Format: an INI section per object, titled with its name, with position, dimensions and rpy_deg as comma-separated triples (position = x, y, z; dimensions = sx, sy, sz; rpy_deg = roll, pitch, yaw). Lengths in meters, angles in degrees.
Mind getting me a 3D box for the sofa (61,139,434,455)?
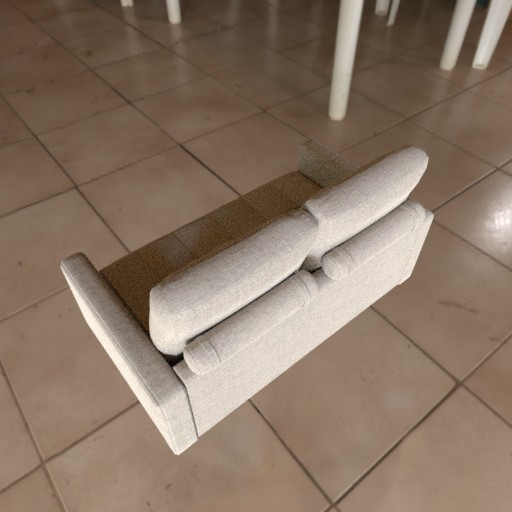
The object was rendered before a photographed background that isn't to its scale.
[sofa]
position = 0.000, 0.000, 1.938
dimensions = 1.407, 0.907, 0.842
rpy_deg = -31, 54, -26
